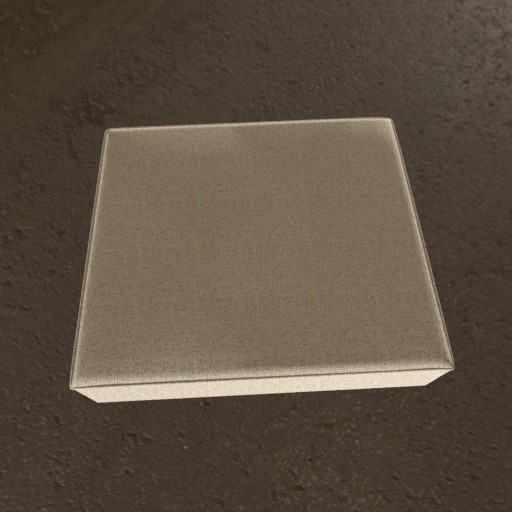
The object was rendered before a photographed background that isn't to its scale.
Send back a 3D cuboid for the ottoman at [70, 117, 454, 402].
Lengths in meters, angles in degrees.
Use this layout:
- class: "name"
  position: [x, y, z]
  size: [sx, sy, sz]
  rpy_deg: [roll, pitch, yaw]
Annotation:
- class: "ottoman"
  position: [0.000, 0.000, 1.239]
  size: [0.835, 0.303, 0.736]
  rpy_deg: [-3, 63, -1]
